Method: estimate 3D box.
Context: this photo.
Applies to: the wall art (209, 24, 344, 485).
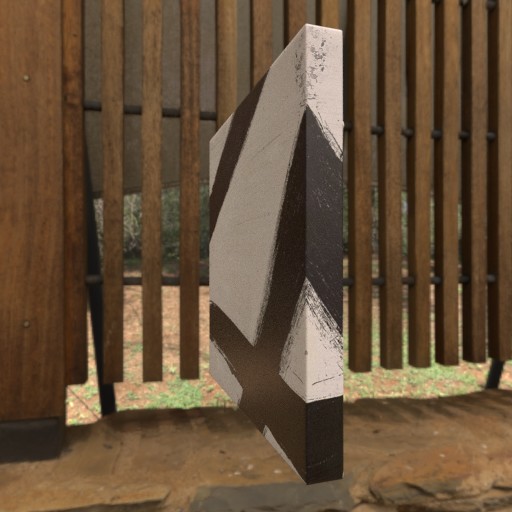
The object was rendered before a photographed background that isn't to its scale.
[{"bbox_3d":[0.000,0.000,0.732,0.050,0.508,0.507,0,-1,-18],"label":"wall art"}]
